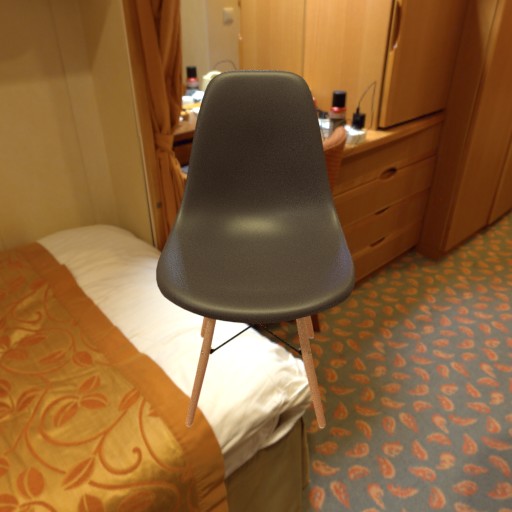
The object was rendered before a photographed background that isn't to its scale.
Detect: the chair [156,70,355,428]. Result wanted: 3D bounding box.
[{"bbox_3d":[0.000,0.000,1.149,0.470,0.825,0.533,0,30,1],"label":"chair"}]
